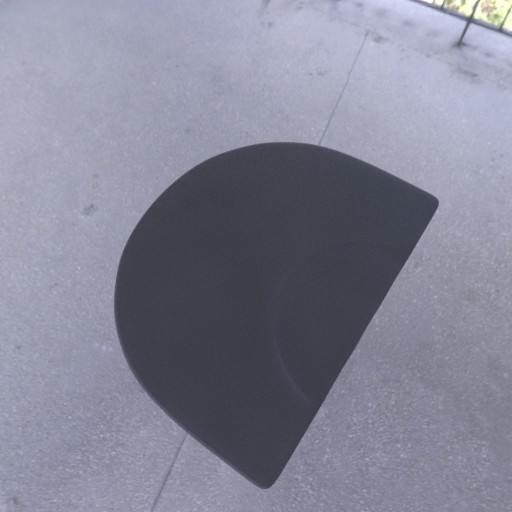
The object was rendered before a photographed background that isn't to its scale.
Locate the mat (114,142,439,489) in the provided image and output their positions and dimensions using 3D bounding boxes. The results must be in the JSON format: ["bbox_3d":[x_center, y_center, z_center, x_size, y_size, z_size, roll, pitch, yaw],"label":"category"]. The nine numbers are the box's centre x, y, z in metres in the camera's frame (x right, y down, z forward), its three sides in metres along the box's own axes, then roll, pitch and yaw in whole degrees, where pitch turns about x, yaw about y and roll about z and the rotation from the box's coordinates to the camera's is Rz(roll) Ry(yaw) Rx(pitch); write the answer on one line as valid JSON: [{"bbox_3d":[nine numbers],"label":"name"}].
[{"bbox_3d":[0.000,0.000,1.602,0.917,0.016,1.220,31,67,15],"label":"mat"}]
